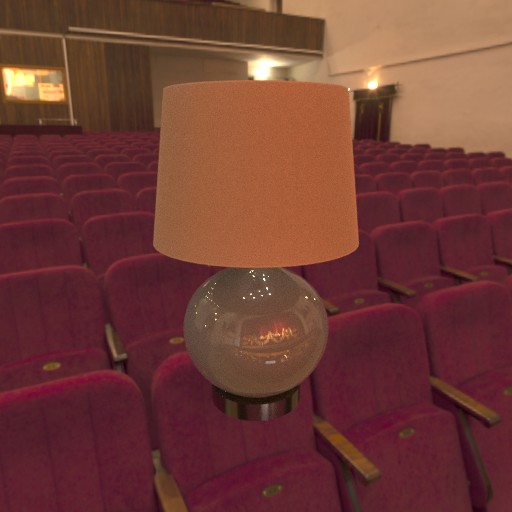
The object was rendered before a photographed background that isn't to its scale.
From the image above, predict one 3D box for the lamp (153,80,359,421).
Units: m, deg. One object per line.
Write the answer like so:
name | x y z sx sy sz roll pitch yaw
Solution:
lamp | 0.000 0.000 0.550 0.247 0.387 0.247 0 15 0
